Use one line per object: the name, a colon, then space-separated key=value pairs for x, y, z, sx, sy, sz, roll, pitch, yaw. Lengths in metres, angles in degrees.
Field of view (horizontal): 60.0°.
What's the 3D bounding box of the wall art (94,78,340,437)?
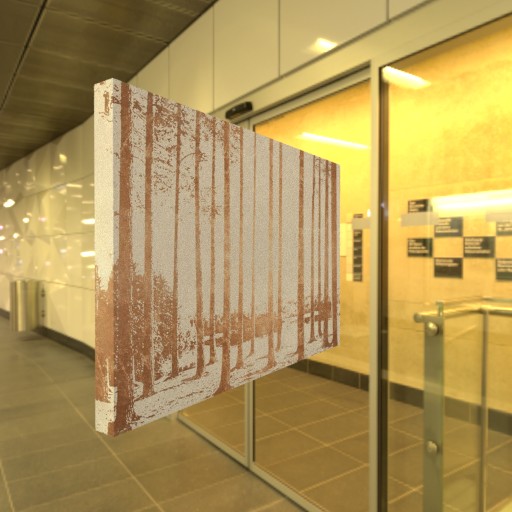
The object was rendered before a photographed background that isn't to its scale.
wall art: x=0.000 y=0.000 z=0.759 sx=0.035 sy=0.405 sz=0.609 roll=0 pitch=1 yaw=35
